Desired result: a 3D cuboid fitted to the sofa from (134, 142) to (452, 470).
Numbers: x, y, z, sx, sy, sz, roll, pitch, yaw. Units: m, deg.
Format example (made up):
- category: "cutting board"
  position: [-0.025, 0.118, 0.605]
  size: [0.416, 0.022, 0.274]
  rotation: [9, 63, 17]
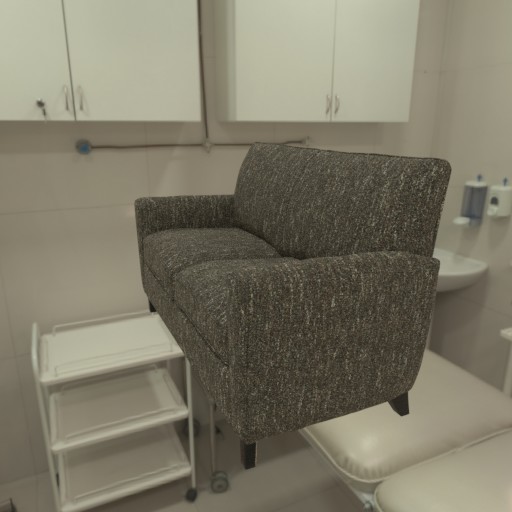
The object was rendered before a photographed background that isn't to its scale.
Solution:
- category: "sofa"
  position: [0.000, 0.000, 2.014]
  size: [0.801, 0.946, 1.519]
  rotation: [-8, 18, -24]
